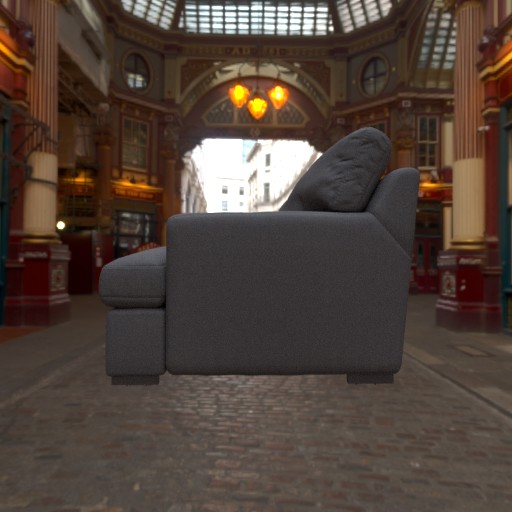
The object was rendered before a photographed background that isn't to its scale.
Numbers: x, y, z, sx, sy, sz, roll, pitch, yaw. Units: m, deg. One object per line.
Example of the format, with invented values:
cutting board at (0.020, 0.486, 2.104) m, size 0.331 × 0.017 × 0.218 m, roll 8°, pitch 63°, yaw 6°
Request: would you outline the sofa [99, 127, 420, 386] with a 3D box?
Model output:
sofa at (0.000, 0.000, 2.446) m, size 1.143 × 0.940 × 1.880 m, roll 0°, pitch -1°, yaw -1°
